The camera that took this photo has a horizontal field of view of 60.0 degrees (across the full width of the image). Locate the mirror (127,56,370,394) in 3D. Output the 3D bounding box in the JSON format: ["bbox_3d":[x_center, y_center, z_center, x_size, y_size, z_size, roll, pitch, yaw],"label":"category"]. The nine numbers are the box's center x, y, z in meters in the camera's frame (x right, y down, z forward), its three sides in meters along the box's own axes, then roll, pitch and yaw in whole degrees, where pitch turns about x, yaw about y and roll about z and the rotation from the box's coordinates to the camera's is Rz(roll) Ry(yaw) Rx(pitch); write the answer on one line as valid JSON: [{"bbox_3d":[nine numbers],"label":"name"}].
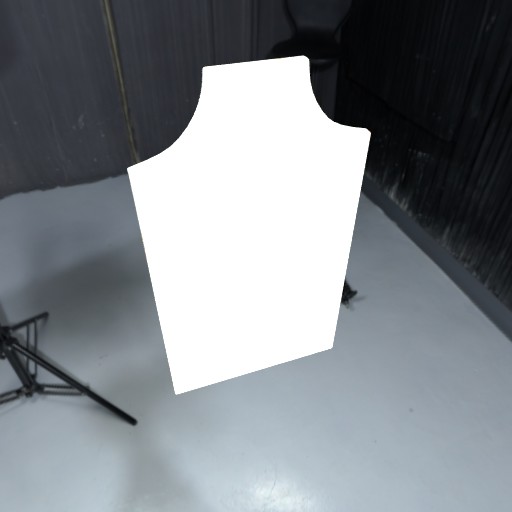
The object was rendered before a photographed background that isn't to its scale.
[{"bbox_3d":[0.000,0.000,0.855,0.403,0.717,0.022,-13,42,-15],"label":"mirror"}]
